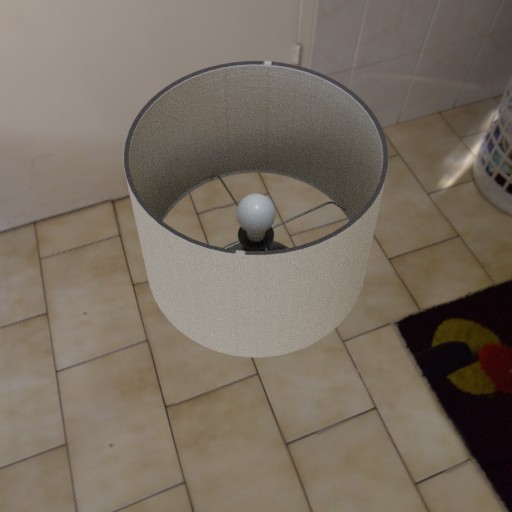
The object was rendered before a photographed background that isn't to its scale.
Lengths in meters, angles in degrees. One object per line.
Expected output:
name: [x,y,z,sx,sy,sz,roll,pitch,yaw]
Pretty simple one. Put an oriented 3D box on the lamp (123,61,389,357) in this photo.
lamp: [0.000,0.000,0.779,0.376,0.540,0.376,0,59,0]
